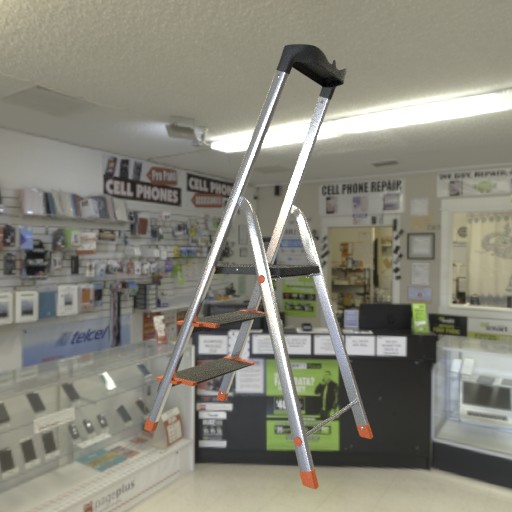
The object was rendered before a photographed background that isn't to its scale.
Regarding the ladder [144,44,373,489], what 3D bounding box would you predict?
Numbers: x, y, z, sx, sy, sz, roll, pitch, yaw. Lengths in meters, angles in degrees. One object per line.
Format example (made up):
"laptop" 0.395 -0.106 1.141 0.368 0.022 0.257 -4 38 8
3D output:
"ladder" 0.000 0.000 1.531 0.686 1.229 0.416 0 1 36
